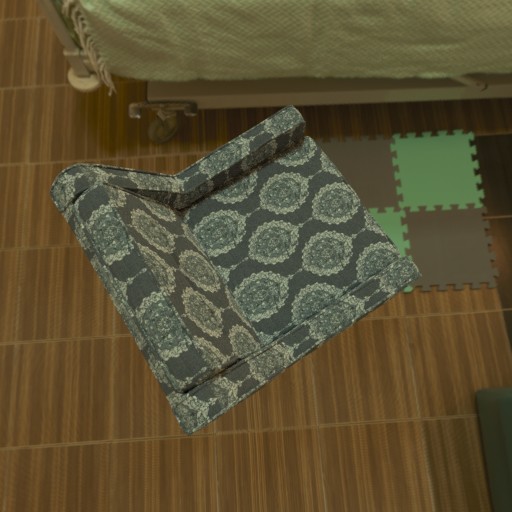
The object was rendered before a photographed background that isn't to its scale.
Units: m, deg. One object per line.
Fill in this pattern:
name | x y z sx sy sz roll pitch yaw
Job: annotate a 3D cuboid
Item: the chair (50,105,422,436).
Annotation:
chair | 0.000 0.000 1.329 0.743 0.792 0.663 -32 77 -8
